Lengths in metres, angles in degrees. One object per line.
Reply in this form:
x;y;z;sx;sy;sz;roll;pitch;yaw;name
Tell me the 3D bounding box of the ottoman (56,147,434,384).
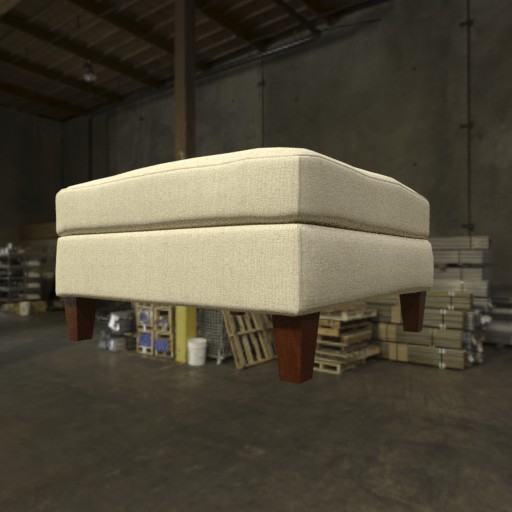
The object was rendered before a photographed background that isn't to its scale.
0.000;0.000;1.341;0.838;0.478;0.838;0;-1;36;ottoman
